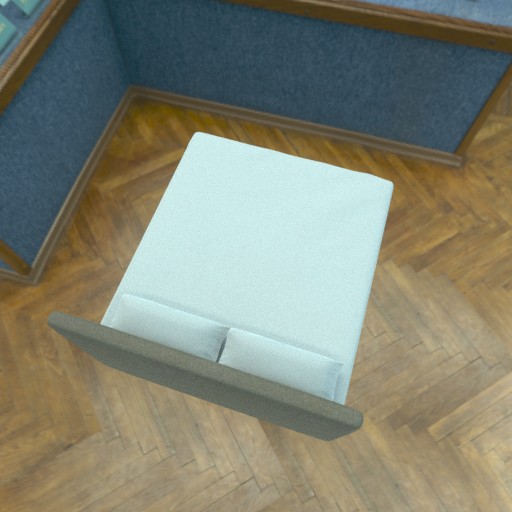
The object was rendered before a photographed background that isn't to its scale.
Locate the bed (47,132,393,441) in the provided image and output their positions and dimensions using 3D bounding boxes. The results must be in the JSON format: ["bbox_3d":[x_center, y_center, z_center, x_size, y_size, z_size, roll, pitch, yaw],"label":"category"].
[{"bbox_3d":[0.000,0.000,3.700,2.119,1.317,2.341,16,65,8],"label":"bed"}]
